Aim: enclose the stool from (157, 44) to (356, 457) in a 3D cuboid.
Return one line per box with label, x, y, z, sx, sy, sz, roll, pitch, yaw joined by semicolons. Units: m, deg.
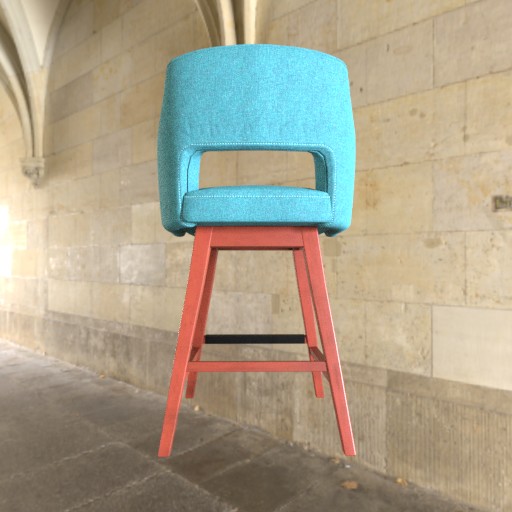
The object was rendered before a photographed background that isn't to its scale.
stool;0.000;0.000;1.268;0.548;0.961;0.556;0;-1;-1
